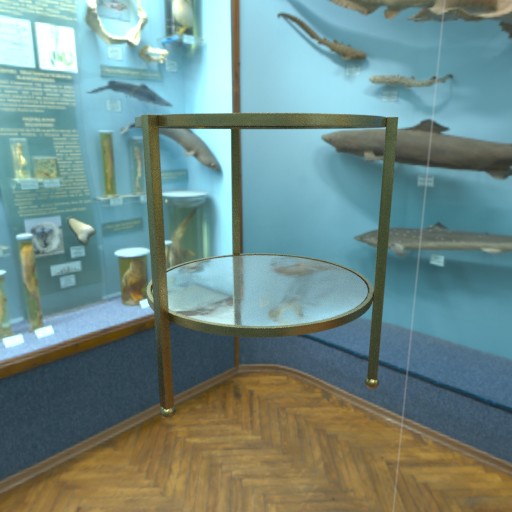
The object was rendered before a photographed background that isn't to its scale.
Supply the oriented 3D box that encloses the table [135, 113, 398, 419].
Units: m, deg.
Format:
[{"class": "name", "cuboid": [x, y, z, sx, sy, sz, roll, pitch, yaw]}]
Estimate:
[{"class": "table", "cuboid": [0.000, 0.000, 0.454, 0.243, 0.269, 0.231, -14, 21, -42]}]
